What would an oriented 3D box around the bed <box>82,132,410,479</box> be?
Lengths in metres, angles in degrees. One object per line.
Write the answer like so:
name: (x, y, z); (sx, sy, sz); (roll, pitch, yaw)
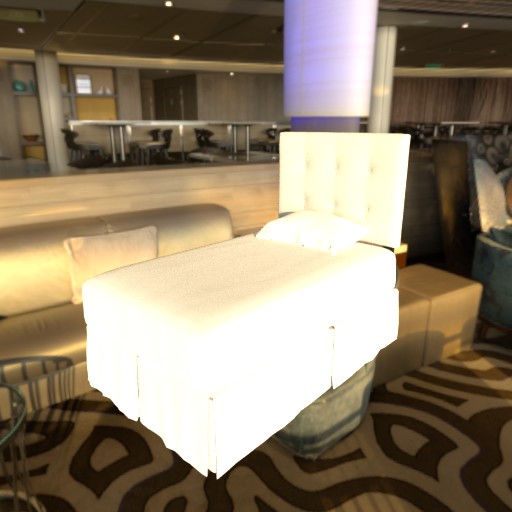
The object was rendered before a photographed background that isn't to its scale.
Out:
bed: (0.000, 0.000, 2.976); (1.261, 1.571, 1.997); (15, 22, 40)
